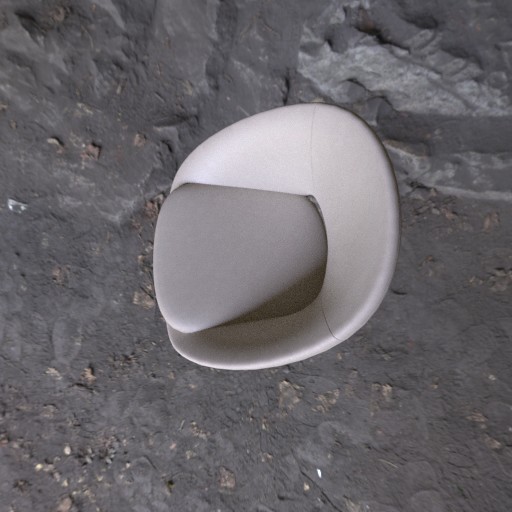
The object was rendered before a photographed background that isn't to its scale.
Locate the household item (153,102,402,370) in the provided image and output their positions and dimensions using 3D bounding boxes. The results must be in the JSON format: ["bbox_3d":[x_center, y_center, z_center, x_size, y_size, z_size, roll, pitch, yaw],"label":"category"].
[{"bbox_3d":[0.000,0.000,1.258,0.573,0.852,0.623,-2,76,-1],"label":"household item"}]
